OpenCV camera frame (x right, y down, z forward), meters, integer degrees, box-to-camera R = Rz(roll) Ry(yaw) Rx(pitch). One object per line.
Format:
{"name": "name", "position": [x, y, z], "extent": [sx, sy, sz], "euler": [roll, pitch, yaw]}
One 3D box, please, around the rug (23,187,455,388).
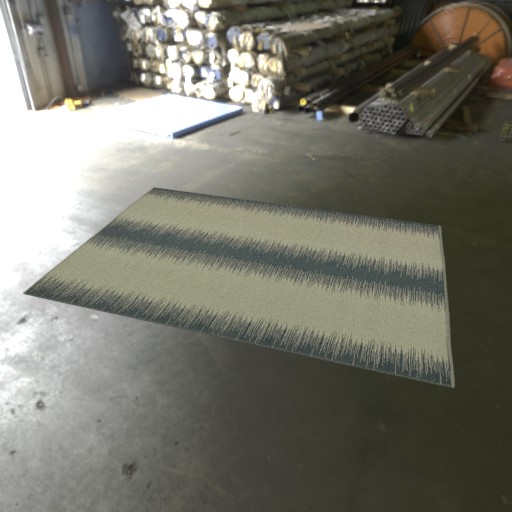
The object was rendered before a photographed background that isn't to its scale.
{"name": "rug", "position": [0.000, 0.000, 2.281], "extent": [1.854, 0.006, 1.234], "euler": [9, 34, 14]}
